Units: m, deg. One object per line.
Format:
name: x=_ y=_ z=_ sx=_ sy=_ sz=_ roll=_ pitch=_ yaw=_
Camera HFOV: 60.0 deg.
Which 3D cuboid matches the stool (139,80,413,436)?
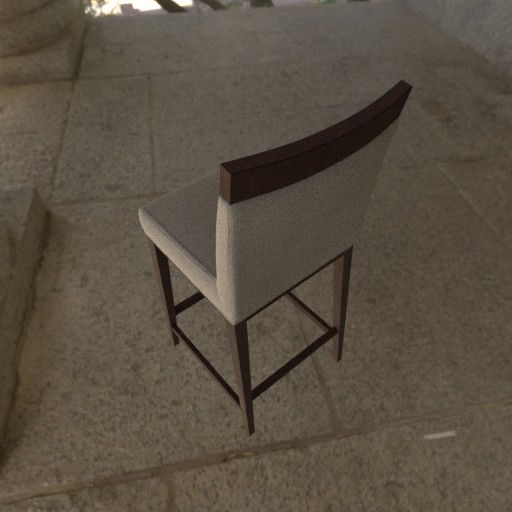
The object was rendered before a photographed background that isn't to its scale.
stool: x=0.000 y=0.000 z=1.383 sx=0.511 sy=1.117 sz=0.531 roll=-31 pitch=54 yaw=-27
